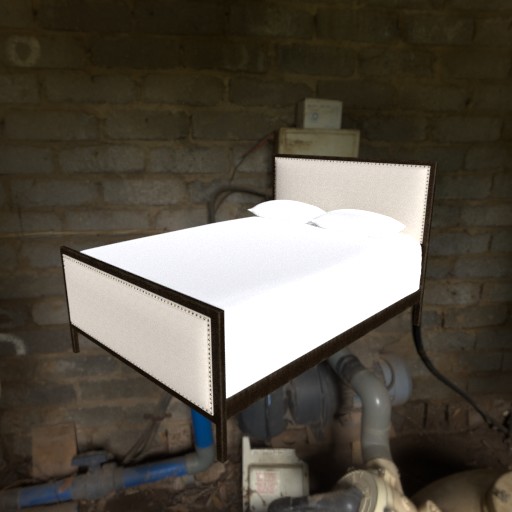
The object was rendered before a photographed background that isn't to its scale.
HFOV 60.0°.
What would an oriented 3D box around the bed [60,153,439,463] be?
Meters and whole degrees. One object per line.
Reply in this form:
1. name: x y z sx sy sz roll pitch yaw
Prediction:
1. bed: 0.000 0.000 3.217 1.607 1.313 2.221 15 22 42
